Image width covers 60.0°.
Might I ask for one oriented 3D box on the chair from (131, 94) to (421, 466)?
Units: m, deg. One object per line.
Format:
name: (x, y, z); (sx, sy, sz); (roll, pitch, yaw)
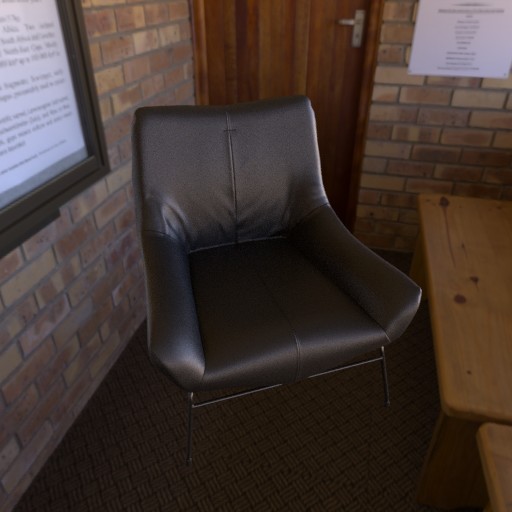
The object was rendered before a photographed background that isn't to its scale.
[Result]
chair: (0.000, 0.000, 1.572); (0.836, 0.922, 0.826); (-10, 33, -16)
